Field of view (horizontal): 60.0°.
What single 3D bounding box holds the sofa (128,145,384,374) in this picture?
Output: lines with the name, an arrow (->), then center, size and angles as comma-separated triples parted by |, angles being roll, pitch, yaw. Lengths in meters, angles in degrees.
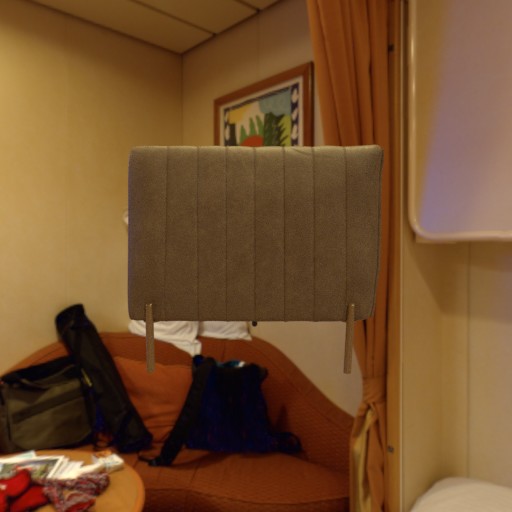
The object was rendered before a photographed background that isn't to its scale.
sofa -> 0.000, 0.000, 2.441 | 0.876, 0.779, 1.980 | 0, 0, 0
